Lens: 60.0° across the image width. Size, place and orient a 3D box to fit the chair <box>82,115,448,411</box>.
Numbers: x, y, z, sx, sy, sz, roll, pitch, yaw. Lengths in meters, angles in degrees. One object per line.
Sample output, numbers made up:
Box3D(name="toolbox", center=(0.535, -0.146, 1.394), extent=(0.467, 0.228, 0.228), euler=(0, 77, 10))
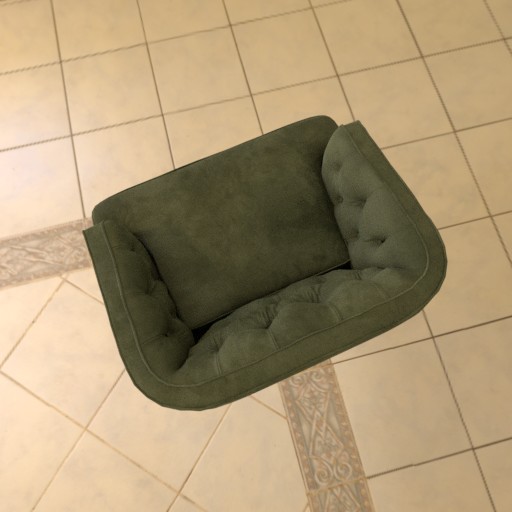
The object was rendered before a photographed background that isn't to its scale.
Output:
Box3D(name="chair", center=(0.000, 0.000, 1.767), extent=(1.104, 0.852, 0.941), euler=(-23, 76, -6))
